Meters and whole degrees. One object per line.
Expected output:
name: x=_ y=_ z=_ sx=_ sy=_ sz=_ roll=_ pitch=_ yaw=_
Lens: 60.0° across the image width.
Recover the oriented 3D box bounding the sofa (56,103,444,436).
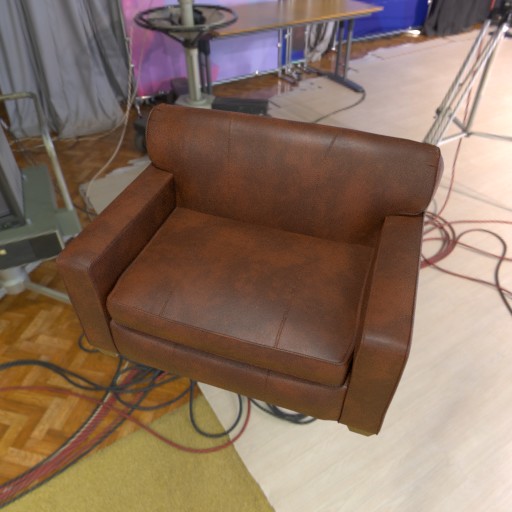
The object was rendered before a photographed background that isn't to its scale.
sofa: x=0.000 y=0.000 z=2.011 sx=1.413 sy=0.956 sz=1.000 roll=13 pitch=43 yaw=14
